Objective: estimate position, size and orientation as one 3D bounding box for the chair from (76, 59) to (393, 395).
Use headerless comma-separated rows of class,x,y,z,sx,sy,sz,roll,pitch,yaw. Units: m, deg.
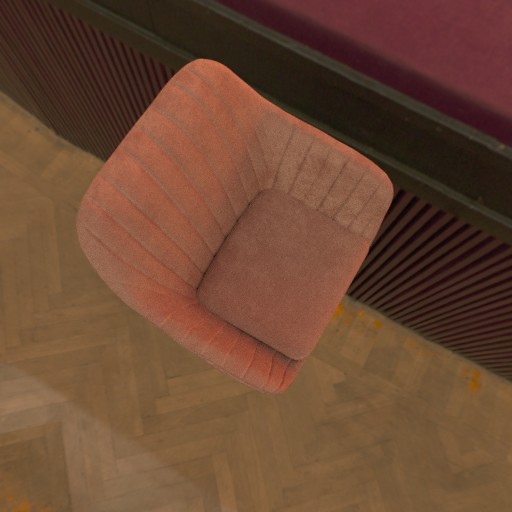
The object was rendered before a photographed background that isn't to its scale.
chair,0.000,0.000,1.215,0.570,0.832,0.610,30,77,8
